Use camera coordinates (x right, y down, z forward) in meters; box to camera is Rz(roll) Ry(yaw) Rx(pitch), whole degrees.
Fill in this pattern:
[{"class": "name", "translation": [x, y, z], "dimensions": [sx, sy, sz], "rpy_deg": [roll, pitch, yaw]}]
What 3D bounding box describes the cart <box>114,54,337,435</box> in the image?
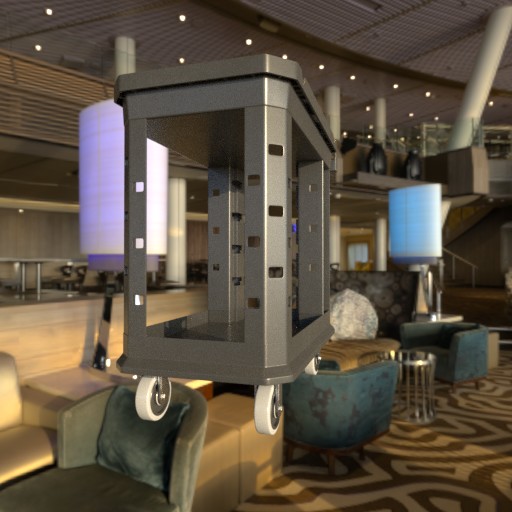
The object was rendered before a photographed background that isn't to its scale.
[{"class": "cart", "translation": [0.000, 0.000, 1.537], "dimensions": [0.497, 0.884, 1.061], "rpy_deg": [0, -1, 17]}]
